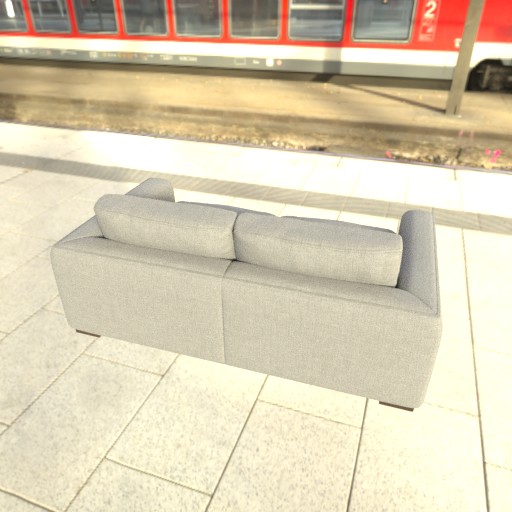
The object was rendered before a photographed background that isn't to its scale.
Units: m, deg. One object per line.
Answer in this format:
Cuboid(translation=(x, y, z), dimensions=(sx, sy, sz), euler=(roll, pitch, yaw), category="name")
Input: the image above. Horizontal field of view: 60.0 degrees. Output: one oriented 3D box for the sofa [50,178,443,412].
Cuboid(translation=(0.000, 0.000, 2.504), dimensions=(1.920, 0.800, 1.069), euler=(9, 32, 15), category="sofa")
